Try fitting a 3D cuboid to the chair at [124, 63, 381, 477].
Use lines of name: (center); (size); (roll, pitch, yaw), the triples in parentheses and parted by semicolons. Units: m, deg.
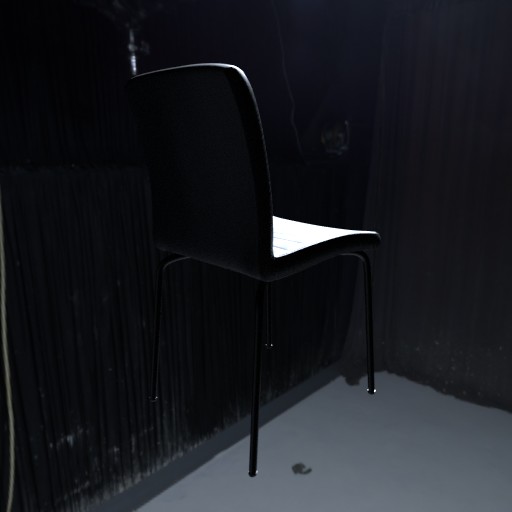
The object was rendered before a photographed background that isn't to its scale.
chair: (0.000, 0.000, 1.185); (0.572, 0.872, 0.450); (-14, 20, -43)
